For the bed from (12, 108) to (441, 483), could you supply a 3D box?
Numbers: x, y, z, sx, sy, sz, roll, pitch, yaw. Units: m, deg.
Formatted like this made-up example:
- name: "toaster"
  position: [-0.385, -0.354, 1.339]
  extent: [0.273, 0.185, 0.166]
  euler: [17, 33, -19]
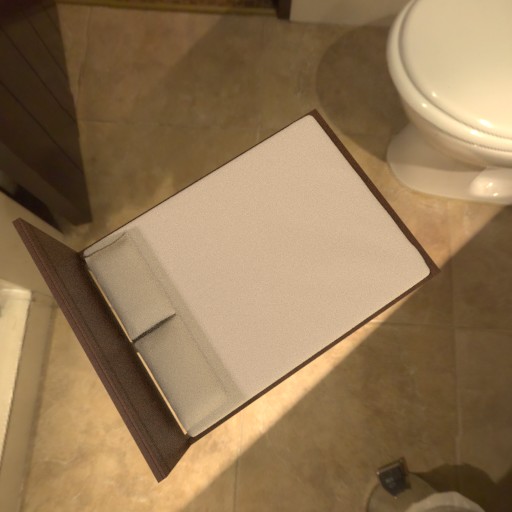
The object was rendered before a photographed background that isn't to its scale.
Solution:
- name: "bed"
  position: [0.000, 0.000, 3.043]
  extent: [2.221, 1.169, 1.613]
  euler: [-33, 79, -7]
